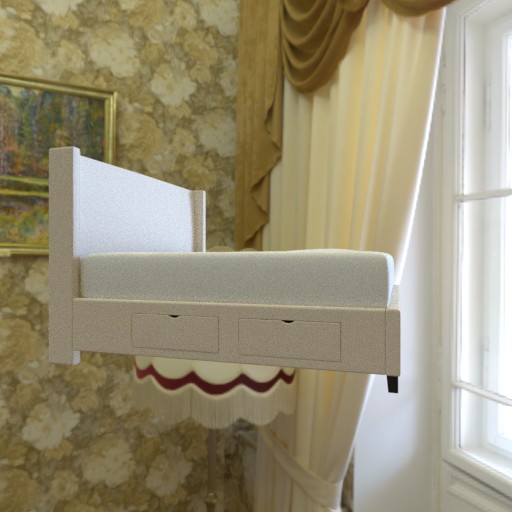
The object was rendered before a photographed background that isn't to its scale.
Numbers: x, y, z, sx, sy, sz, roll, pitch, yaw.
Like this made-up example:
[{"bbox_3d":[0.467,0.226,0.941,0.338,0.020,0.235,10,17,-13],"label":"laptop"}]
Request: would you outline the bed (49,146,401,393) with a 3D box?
[{"bbox_3d":[0.000,0.000,3.677,2.293,1.471,2.145,0,0,18],"label":"bed"}]
